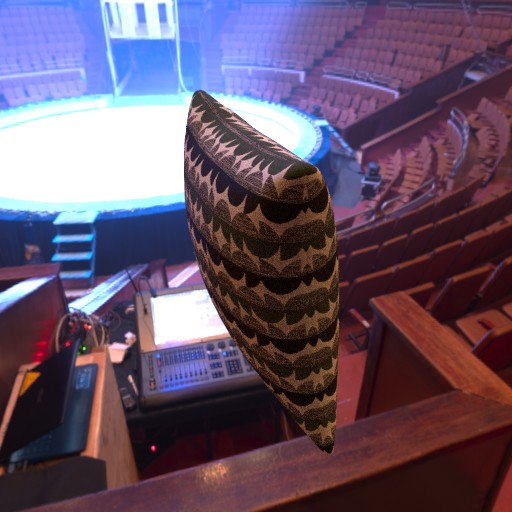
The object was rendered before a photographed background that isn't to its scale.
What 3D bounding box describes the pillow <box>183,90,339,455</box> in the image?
[{"bbox_3d":[0.000,0.000,0.650,0.180,0.404,0.419,-10,31,-17],"label":"pillow"}]
